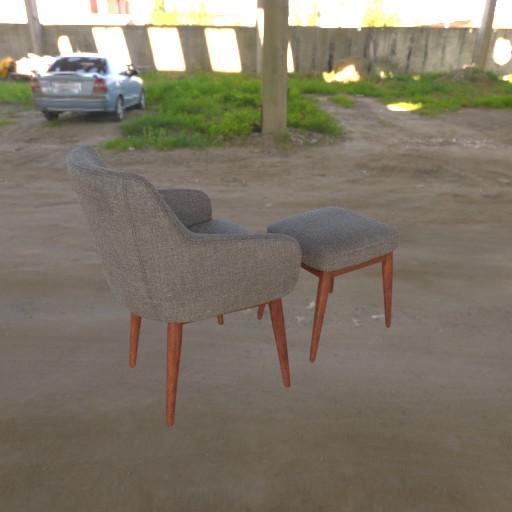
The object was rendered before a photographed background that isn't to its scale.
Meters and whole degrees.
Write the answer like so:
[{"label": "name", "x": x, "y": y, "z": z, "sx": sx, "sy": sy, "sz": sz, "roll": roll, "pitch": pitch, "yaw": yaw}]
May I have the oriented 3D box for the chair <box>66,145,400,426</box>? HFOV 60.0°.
[{"label": "chair", "x": 0.000, "y": 0.000, "z": 1.536, "sx": 1.107, "sy": 0.799, "sz": 0.584, "roll": -16, "pitch": 29, "yaw": -30}]
